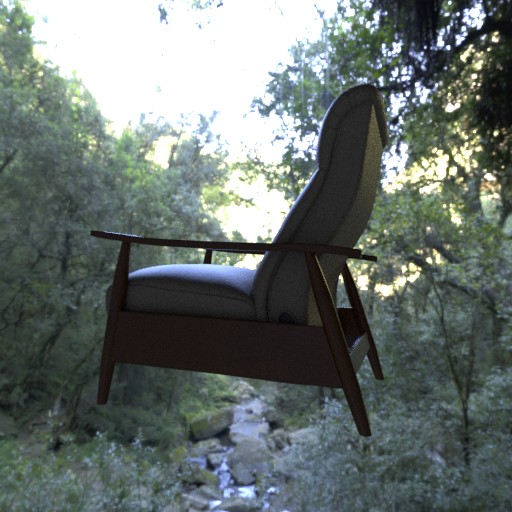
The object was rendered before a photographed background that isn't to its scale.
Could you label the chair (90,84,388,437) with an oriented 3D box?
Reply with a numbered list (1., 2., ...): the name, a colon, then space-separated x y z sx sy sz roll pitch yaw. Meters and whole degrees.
1. chair: 0.000 0.000 1.805 1.032 1.082 0.762 -1 -2 19
